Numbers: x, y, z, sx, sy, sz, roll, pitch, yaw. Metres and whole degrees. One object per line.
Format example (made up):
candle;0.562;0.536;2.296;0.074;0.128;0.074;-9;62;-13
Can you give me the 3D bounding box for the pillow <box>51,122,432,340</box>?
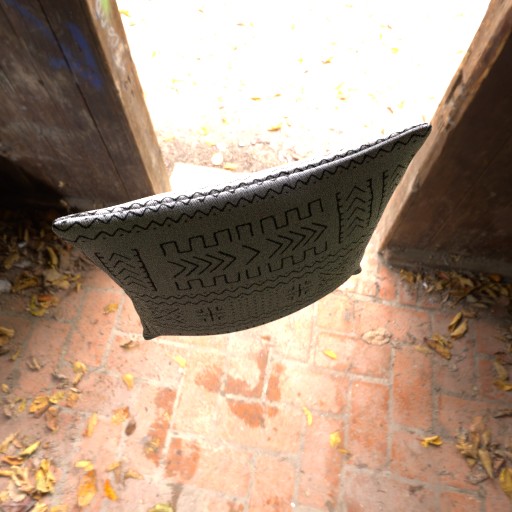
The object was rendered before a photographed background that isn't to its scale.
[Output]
pillow;0.000;0.000;0.665;0.438;0.430;0.164;-17;65;-8
